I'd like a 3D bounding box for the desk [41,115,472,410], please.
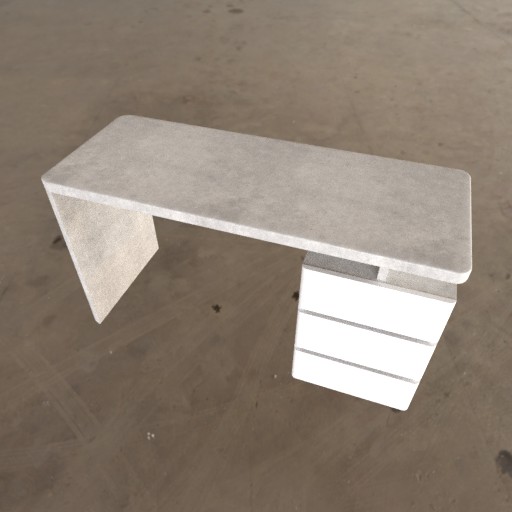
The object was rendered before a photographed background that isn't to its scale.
[{"bbox_3d":[0.000,0.000,1.782,1.400,0.755,0.550,13,44,14],"label":"desk"}]
